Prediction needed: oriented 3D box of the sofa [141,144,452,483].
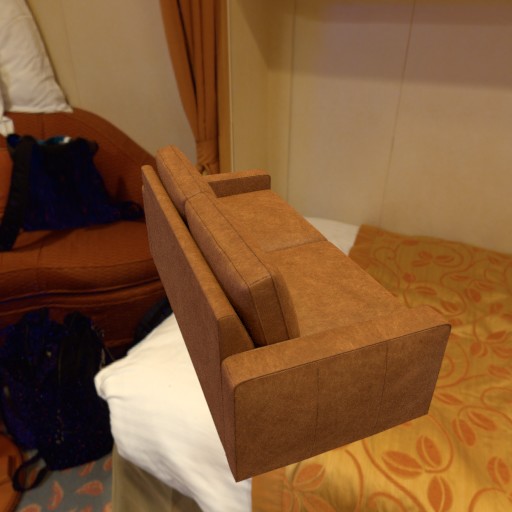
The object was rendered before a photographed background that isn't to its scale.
[{"bbox_3d":[0.000,0.000,2.607,0.991,0.928,2.156,-11,32,-18],"label":"sofa"}]
